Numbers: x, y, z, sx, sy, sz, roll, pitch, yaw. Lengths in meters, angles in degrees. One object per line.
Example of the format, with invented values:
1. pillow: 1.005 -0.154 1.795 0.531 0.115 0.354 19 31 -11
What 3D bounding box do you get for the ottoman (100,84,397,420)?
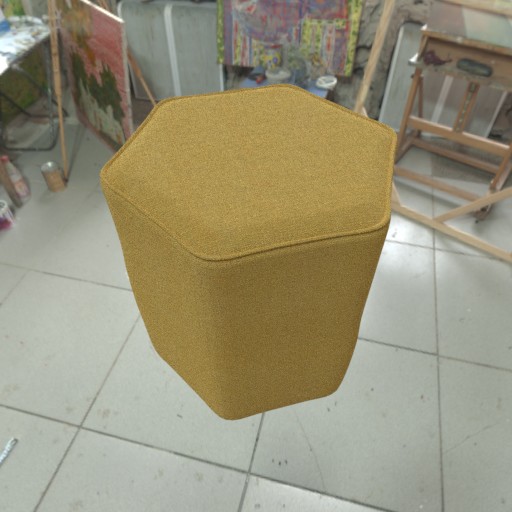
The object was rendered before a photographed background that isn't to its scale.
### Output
1. ottoman: 0.000 0.000 0.879 0.494 0.502 0.443 -11 48 -10
